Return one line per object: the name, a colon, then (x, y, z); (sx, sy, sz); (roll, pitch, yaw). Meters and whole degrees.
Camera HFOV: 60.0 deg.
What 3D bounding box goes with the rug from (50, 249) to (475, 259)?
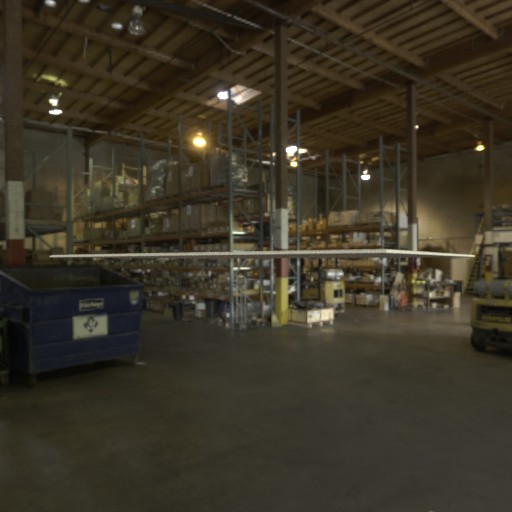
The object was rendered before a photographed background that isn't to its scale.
rug: (0.000, 0.000, 2.292); (1.839, 0.012, 1.219); (-1, -1, 37)
